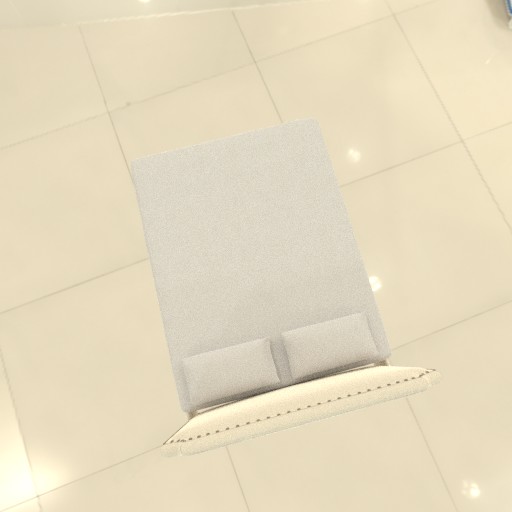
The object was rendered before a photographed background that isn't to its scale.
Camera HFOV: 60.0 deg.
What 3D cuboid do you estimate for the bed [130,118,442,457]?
[{"bbox_3d":[0.000,0.000,3.433,1.712,1.497,2.372,-14,77,-3],"label":"bed"}]
